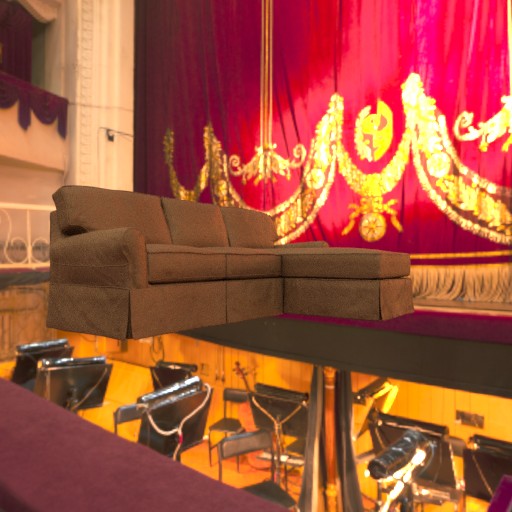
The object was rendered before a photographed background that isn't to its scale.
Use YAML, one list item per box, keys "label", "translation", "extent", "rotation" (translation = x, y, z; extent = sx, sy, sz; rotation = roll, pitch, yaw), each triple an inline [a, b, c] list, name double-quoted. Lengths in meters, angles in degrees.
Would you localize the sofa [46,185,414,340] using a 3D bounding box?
- label: "sofa"
  translation: [0.000, 0.000, 3.424]
  extent: [1.733, 0.978, 2.475]
  rotation: [-1, -1, 37]
